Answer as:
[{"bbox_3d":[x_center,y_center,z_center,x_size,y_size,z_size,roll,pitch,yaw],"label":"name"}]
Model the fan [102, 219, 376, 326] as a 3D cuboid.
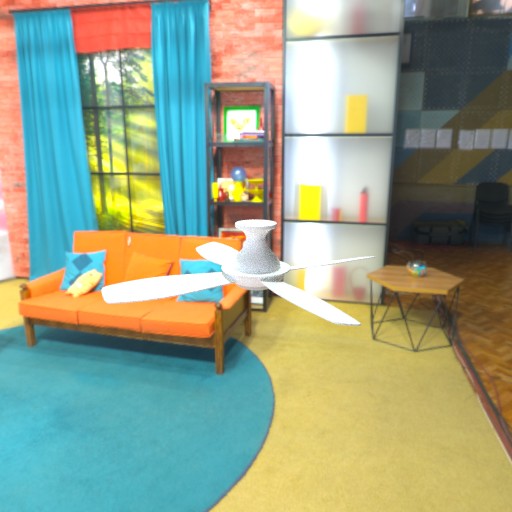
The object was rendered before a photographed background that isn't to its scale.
[{"bbox_3d":[0.000,0.000,2.527,1.694,0.382,1.693,-7,16,-26],"label":"fan"}]
